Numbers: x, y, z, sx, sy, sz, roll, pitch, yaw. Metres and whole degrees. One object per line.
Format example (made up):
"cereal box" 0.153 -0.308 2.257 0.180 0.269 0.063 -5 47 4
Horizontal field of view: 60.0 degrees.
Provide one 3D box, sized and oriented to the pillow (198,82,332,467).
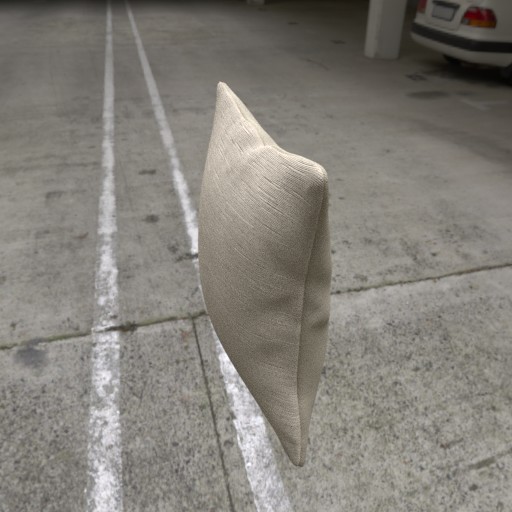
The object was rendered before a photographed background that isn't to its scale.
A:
"pillow" 0.000 0.000 0.656 0.162 0.420 0.437 -8 32 -13
